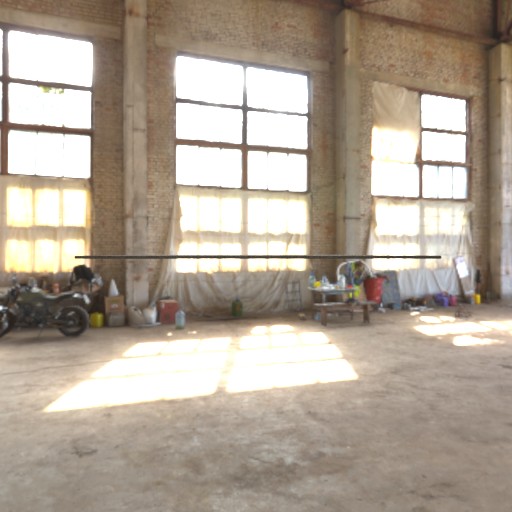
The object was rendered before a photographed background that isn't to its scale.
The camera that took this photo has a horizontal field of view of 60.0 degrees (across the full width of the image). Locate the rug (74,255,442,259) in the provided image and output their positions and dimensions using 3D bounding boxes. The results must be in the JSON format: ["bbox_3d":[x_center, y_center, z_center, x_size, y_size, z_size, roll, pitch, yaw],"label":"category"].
[{"bbox_3d":[0.000,0.000,3.052,1.524,0.014,2.438,0,0,0],"label":"rug"}]
